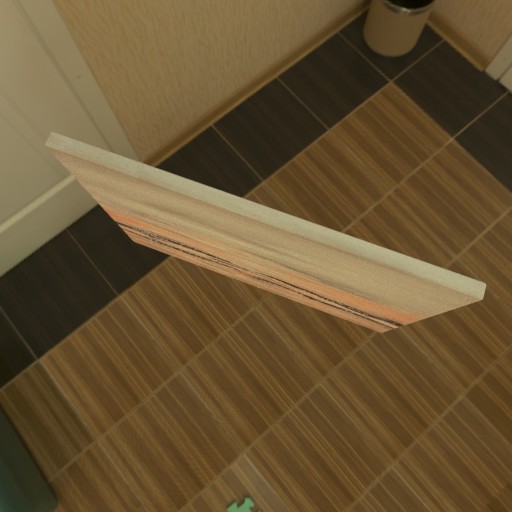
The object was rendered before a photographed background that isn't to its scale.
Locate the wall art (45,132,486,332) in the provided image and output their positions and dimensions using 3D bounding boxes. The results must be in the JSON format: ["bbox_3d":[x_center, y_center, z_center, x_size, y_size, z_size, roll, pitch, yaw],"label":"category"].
[{"bbox_3d":[0.000,0.000,1.332,1.015,0.763,0.038,20,76,5],"label":"wall art"}]
